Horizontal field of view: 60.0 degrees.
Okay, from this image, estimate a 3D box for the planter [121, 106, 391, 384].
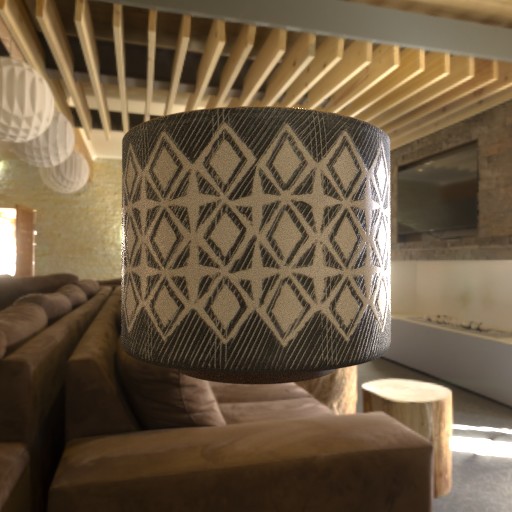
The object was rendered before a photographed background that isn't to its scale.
[{"bbox_3d":[0.000,0.000,0.218,0.126,0.104,0.126,0,-1,0],"label":"planter"}]
